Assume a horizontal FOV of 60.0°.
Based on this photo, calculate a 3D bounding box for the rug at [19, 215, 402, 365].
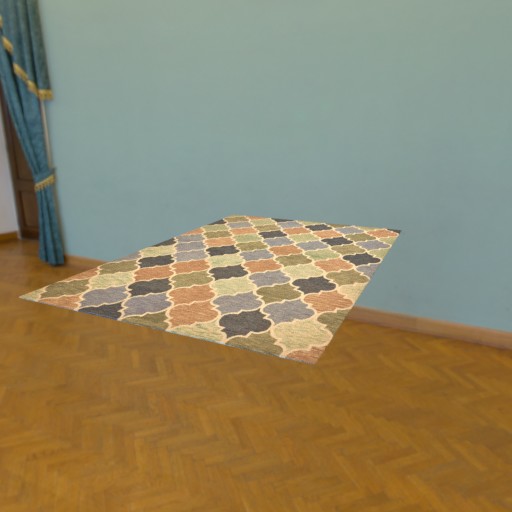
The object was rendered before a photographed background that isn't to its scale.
[{"bbox_3d":[0.000,0.000,2.300,1.216,0.006,1.828,7,18,24],"label":"rug"}]
